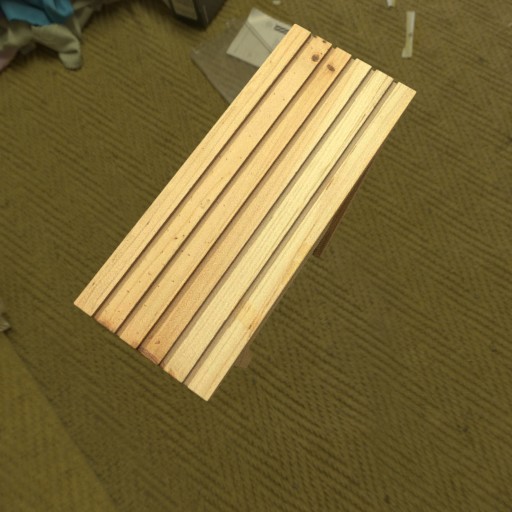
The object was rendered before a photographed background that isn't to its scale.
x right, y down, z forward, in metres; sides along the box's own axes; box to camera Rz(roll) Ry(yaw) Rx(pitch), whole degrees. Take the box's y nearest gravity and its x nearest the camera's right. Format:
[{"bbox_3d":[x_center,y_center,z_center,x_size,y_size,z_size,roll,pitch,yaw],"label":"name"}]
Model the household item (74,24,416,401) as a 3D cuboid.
[{"bbox_3d":[0.000,0.000,0.547,0.123,0.407,0.301,33,78,8],"label":"household item"}]
